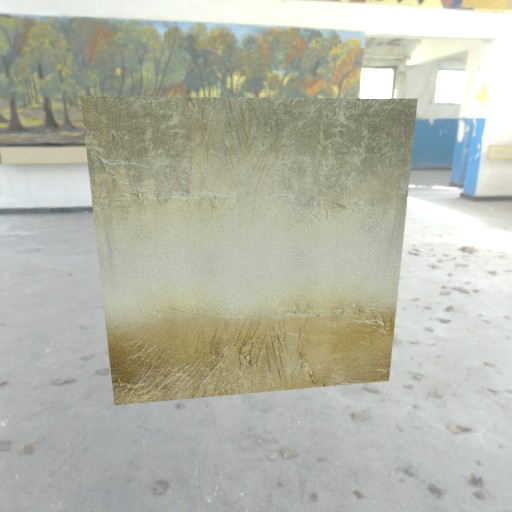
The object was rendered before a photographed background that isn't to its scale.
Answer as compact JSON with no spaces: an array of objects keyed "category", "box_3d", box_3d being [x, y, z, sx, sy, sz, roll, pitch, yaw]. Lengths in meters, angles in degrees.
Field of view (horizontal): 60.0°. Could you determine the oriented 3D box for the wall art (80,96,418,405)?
[{"category":"wall art","box_3d":[0.000,0.000,0.606,0.405,0.407,0.038,-3,17,-8]}]
